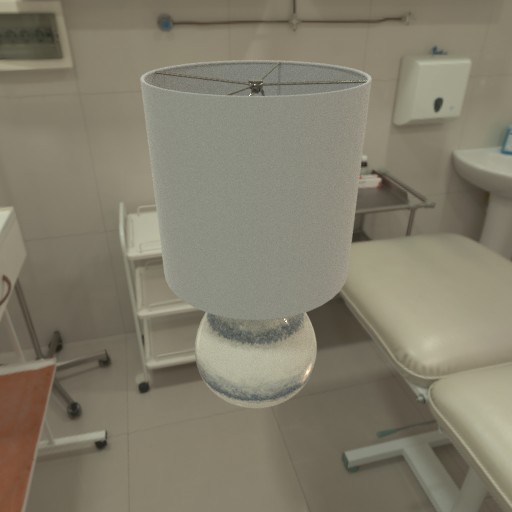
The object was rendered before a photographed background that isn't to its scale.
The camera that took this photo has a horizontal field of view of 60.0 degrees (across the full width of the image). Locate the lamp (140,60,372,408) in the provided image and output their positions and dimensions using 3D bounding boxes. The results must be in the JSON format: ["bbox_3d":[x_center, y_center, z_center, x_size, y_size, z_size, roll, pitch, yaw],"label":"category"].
[{"bbox_3d":[0.000,0.000,0.527,0.216,0.404,0.216,-8,31,-13],"label":"lamp"}]
